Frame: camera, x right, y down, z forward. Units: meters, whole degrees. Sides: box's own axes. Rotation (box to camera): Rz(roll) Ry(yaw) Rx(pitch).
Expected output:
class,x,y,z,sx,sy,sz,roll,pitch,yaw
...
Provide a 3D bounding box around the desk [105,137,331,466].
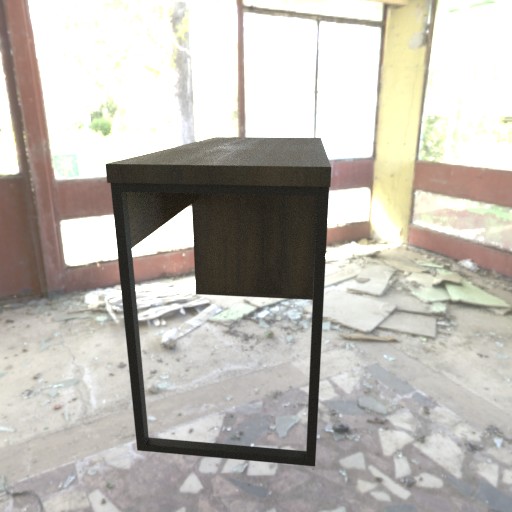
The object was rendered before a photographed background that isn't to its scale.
class,x,y,z,sx,sy,sz,roll,pitch,yaw
desk,0.000,0.000,1.560,0.511,0.752,1.134,2,18,7
